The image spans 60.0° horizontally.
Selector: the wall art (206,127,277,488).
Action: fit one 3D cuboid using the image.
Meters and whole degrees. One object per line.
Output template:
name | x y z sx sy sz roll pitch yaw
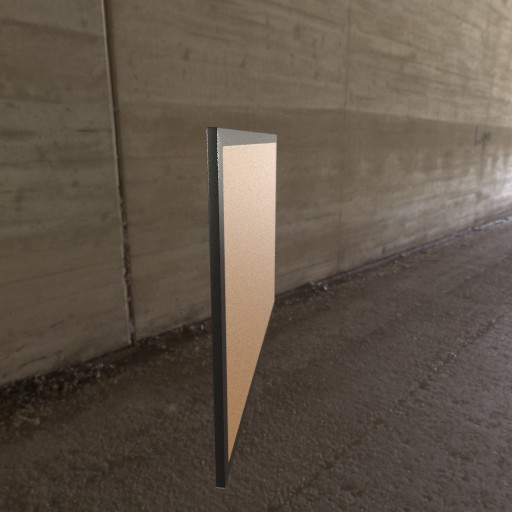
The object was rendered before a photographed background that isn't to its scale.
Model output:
wall art | 0.000 0.000 1.027 0.015 0.552 0.819 2 15 8
